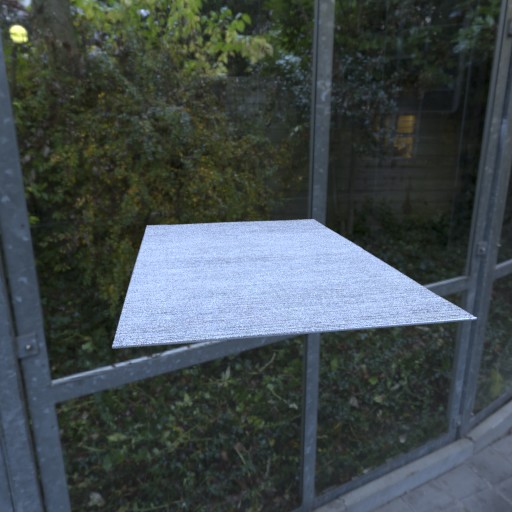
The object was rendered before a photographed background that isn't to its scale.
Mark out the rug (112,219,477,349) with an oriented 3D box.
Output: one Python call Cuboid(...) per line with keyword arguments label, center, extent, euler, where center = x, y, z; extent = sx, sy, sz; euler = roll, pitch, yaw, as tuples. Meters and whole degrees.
Cuboid(label="rug", center=(0.000, 0.000, 2.201), extent=(1.159, 0.021, 1.789), euler=(-3, 16, -10))
